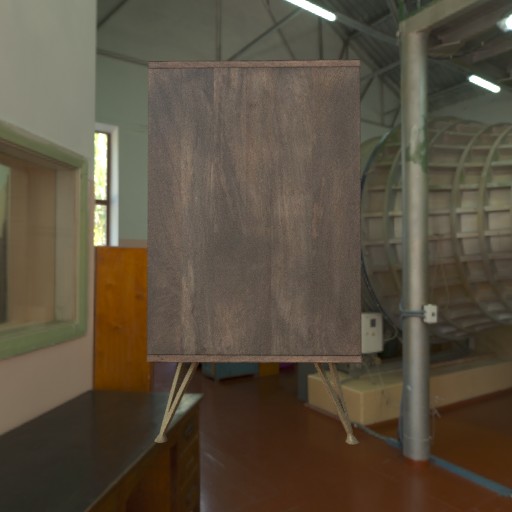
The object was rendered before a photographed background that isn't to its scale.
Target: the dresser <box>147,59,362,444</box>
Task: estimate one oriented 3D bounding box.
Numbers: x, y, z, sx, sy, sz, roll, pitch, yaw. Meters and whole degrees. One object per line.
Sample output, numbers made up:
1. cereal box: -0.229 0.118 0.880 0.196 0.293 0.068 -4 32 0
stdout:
1. dresser: 0.000 0.000 1.381 0.453 0.801 0.923 0 -1 1
